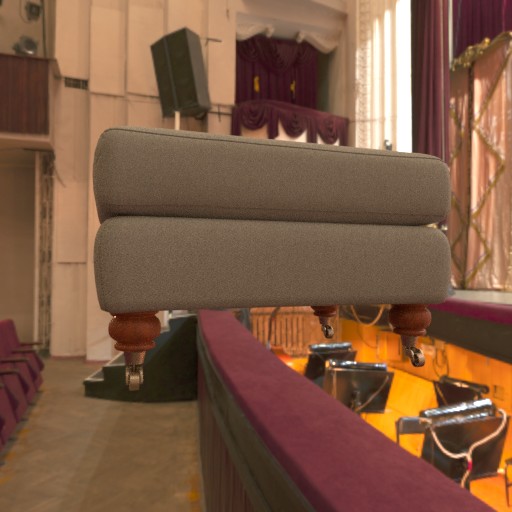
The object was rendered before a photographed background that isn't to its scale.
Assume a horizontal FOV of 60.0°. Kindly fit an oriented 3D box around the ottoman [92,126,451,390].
[{"bbox_3d":[0.000,0.000,1.127,0.773,0.499,0.569,1,-2,-18],"label":"ottoman"}]
